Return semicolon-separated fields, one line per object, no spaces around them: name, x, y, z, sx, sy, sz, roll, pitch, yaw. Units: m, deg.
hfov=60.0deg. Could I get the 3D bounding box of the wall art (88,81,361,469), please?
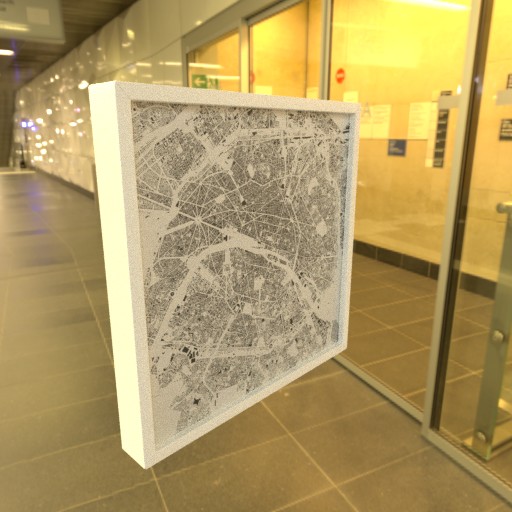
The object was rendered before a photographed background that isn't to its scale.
wall art;0.000;0.000;0.448;0.038;0.305;0.305;14;21;42
